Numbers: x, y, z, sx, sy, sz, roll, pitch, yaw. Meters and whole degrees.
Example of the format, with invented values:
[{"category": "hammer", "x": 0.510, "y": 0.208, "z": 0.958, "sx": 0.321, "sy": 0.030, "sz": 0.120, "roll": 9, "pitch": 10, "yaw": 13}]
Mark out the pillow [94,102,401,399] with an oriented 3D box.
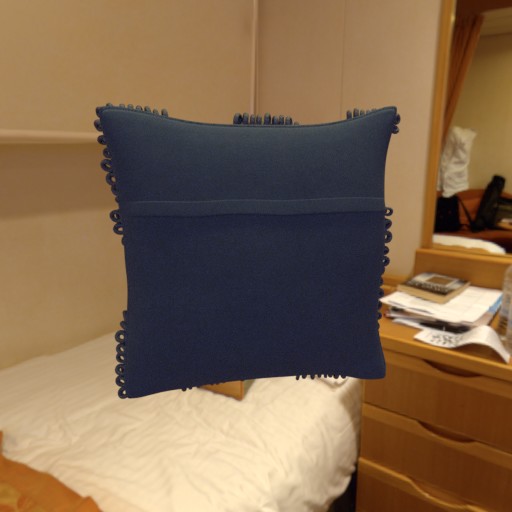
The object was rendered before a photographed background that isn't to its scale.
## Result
[{"category": "pillow", "x": 0.000, "y": 0.000, "z": 0.717, "sx": 0.469, "sy": 0.466, "sz": 0.172, "roll": -2, "pitch": 14, "yaw": -9}]
